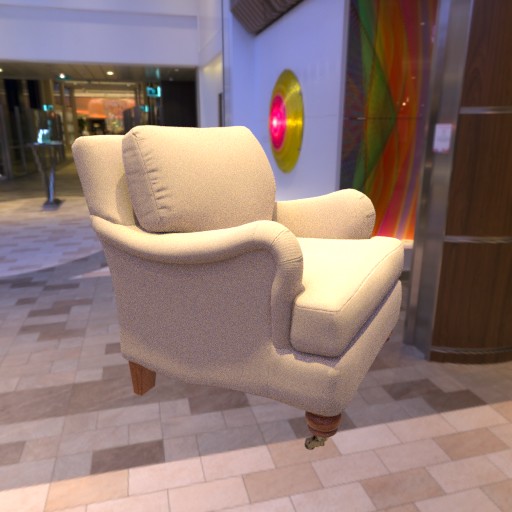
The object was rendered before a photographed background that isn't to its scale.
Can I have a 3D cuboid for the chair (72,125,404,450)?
[{"bbox_3d":[0.000,0.000,1.841,1.070,1.038,0.955,9,18,28],"label":"chair"}]
